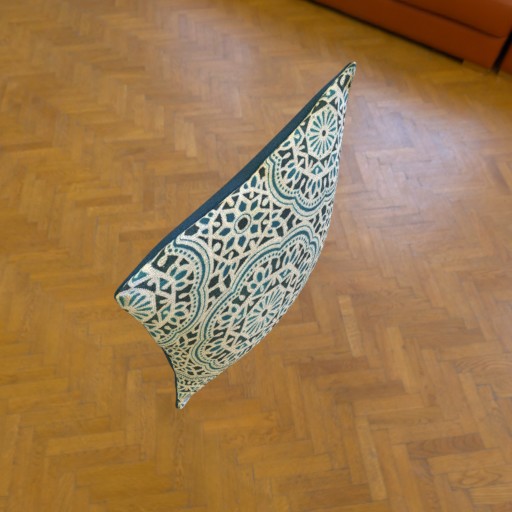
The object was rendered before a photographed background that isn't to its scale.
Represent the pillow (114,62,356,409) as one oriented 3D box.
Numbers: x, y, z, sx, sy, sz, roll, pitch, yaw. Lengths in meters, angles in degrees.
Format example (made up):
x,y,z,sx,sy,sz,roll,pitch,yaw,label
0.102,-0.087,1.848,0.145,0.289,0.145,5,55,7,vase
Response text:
x,y,z,sx,sy,sz,roll,pitch,yaw,label
0.000,0.000,0.670,0.145,0.420,0.440,32,63,19,pillow
